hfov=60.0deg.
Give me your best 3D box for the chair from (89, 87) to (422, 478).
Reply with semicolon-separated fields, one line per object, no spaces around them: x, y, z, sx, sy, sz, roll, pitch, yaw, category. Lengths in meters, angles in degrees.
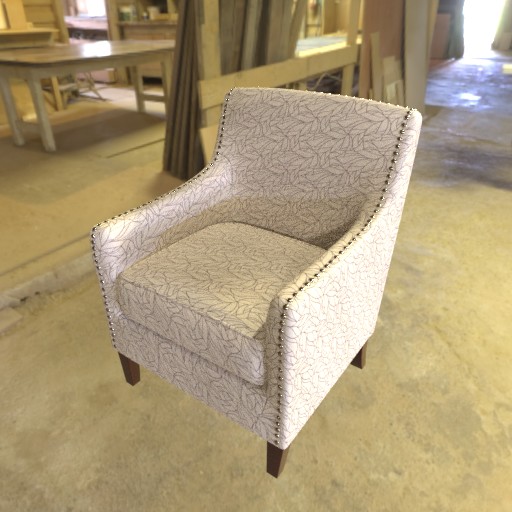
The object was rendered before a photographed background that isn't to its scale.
0.000;0.000;1.270;0.623;0.816;0.651;19;35;30;chair
